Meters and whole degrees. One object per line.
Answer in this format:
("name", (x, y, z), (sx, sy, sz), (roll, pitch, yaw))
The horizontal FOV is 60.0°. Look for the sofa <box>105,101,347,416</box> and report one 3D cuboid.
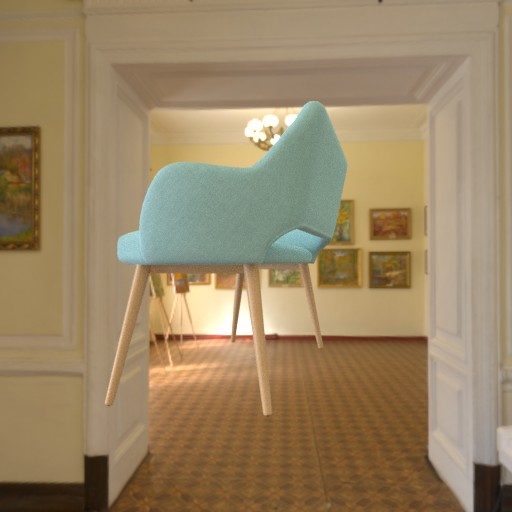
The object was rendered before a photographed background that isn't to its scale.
("sofa", (0.000, 0.000, 1.639), (0.610, 0.840, 1.150), (0, -1, 17))
